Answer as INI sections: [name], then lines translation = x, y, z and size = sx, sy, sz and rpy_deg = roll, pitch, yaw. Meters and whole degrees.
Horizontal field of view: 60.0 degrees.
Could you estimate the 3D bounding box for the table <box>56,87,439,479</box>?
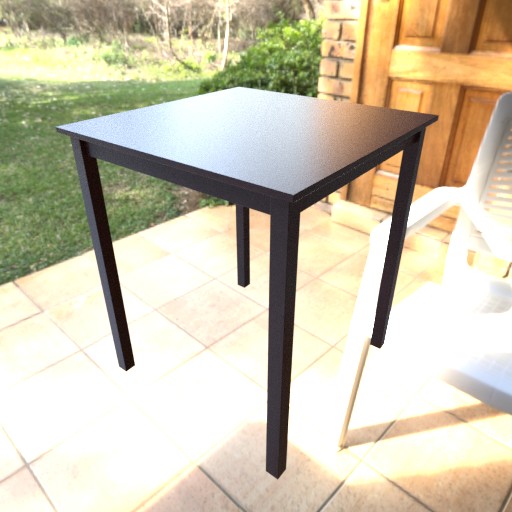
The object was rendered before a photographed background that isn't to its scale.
[table]
translation = 0.000, 0.000, 1.651
size = 0.861, 0.991, 0.861
rpy_deg = 22, 37, 32
